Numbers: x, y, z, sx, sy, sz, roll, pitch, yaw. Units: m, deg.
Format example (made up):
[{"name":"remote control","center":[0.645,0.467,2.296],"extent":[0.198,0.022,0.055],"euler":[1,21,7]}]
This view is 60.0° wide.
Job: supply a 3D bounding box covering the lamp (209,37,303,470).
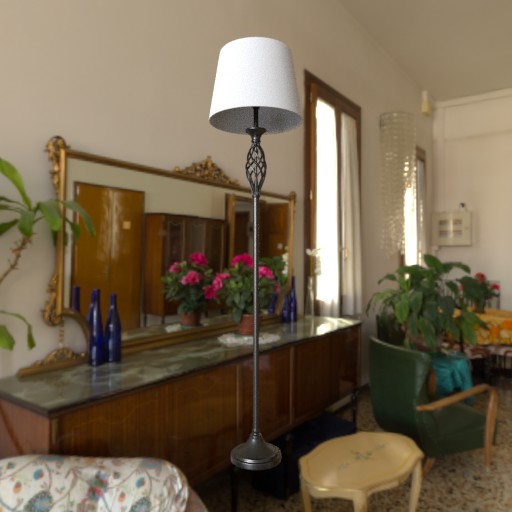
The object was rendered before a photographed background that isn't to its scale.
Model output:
[{"name":"lamp","center":[0.000,0.000,1.783],"extent":[0.379,1.623,0.379],"euler":[0,0,0]}]
